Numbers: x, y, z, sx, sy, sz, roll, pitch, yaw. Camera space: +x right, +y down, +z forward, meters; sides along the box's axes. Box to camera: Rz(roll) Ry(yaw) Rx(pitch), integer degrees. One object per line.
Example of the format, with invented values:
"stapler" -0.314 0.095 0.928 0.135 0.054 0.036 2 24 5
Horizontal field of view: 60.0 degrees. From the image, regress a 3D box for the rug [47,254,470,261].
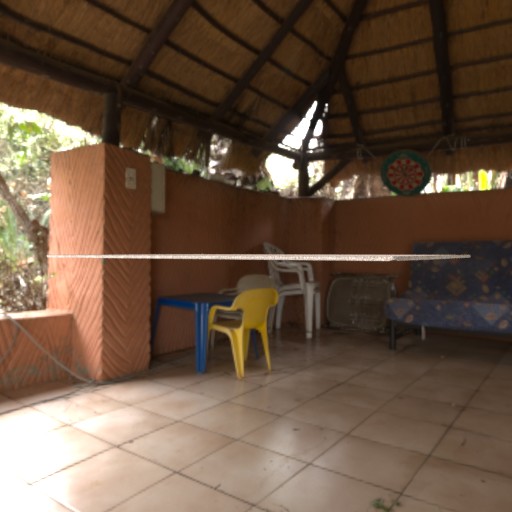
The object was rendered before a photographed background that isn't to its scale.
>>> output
"rug" 0.000 0.000 2.290 1.832 0.016 1.224 0 0 35
